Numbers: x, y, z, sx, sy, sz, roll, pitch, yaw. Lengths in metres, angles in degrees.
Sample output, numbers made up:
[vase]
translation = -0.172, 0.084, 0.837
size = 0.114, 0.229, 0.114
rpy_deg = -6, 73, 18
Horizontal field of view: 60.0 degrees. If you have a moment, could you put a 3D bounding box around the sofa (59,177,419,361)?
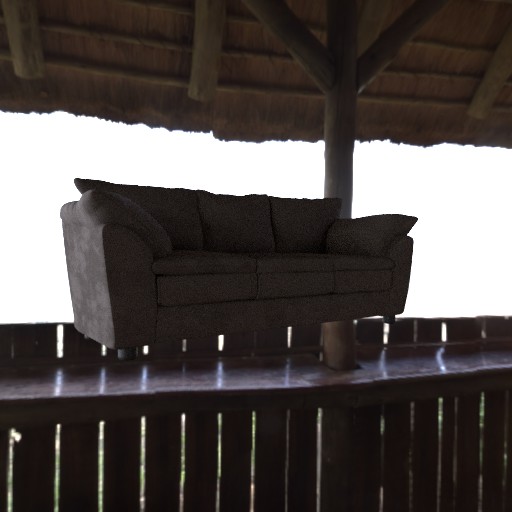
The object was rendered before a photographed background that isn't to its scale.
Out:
[sofa]
translation = 0.000, 0.000, 2.941
size = 2.377, 0.981, 0.893
rpy_deg = 0, 0, -35
